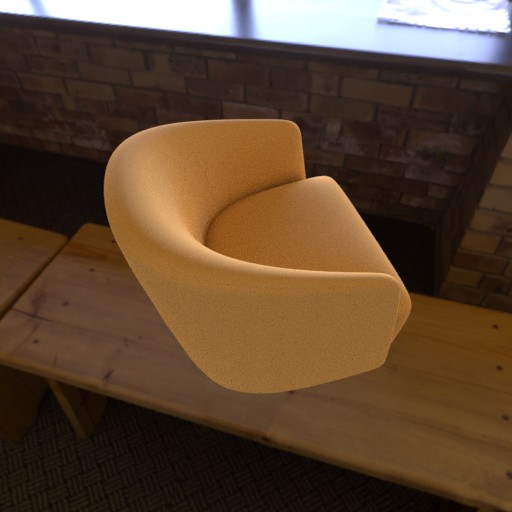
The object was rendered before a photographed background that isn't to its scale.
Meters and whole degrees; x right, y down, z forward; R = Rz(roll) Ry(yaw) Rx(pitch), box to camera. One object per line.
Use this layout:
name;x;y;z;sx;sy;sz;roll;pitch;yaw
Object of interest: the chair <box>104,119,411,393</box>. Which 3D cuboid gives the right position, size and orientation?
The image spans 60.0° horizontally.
chair;0.000;0.000;1.373;0.767;0.698;0.773;-10;46;-10
